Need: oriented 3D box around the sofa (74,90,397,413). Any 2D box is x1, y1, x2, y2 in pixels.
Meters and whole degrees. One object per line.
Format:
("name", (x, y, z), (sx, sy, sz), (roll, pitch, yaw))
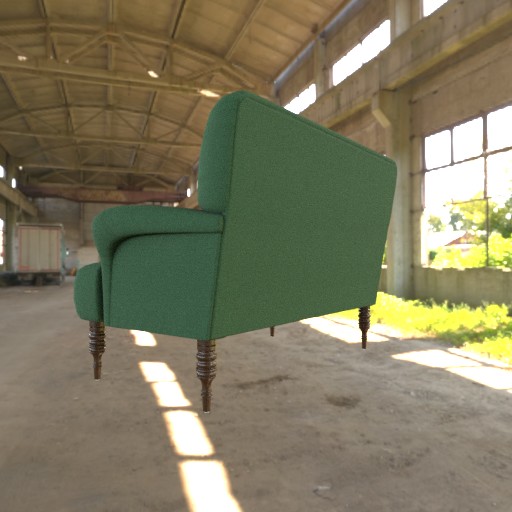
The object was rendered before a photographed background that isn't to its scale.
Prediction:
("sofa", (0.000, 0.000, 1.832), (0.779, 0.889, 1.297), (0, 0, 38))
